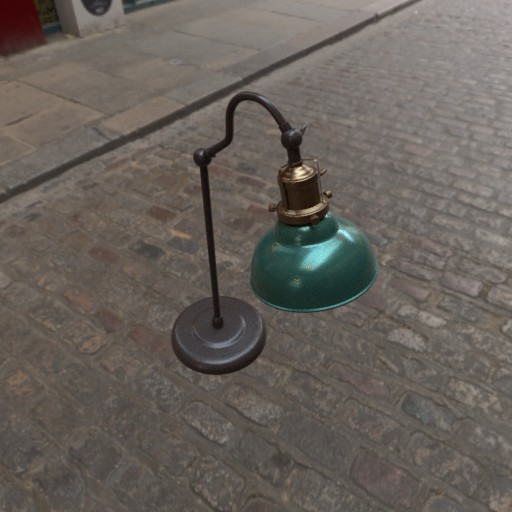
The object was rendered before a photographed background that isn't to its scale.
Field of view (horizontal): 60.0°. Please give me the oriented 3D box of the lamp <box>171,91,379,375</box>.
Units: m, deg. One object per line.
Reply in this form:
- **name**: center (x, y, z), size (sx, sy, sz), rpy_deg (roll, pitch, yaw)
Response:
- **lamp**: center (0.000, 0.000, 0.689), size (0.374, 0.508, 0.192), rpy_deg (25, 46, 26)
